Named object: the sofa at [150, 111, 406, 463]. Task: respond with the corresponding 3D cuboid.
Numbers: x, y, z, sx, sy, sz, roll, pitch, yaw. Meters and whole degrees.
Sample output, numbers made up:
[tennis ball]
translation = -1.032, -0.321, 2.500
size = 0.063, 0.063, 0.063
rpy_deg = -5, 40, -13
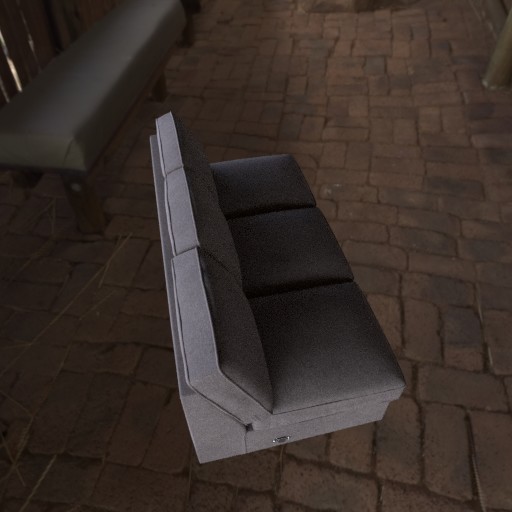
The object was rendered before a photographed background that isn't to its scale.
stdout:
[sofa]
translation = 0.000, 0.000, 2.602
size = 1.027, 0.973, 1.962
rpy_deg = -9, 47, -9
